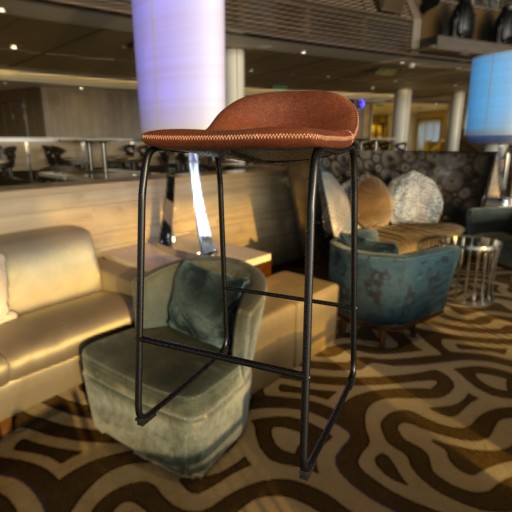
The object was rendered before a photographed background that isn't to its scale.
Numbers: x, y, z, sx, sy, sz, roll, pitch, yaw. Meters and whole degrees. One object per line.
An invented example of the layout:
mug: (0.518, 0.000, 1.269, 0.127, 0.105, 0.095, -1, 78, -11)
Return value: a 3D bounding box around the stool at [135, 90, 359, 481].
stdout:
stool: (0.000, 0.000, 1.124, 0.454, 0.830, 0.473, 7, 16, 24)
